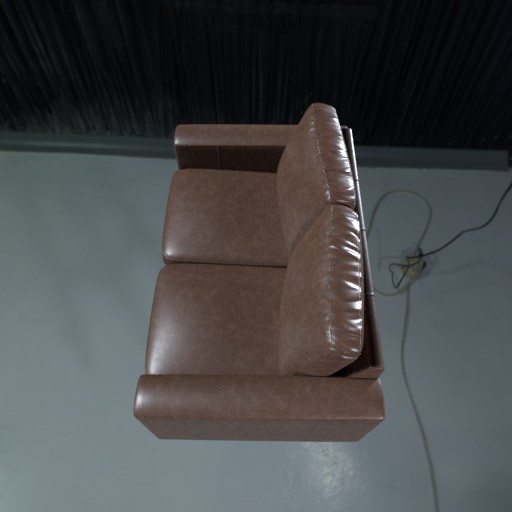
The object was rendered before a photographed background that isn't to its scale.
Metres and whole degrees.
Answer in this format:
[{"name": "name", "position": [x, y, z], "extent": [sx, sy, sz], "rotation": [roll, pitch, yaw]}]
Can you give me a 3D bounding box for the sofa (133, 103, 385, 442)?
[{"name": "sofa", "position": [0.000, 0.000, 2.220], "extent": [1.016, 0.873, 1.616], "rotation": [1, 59, 0]}]
